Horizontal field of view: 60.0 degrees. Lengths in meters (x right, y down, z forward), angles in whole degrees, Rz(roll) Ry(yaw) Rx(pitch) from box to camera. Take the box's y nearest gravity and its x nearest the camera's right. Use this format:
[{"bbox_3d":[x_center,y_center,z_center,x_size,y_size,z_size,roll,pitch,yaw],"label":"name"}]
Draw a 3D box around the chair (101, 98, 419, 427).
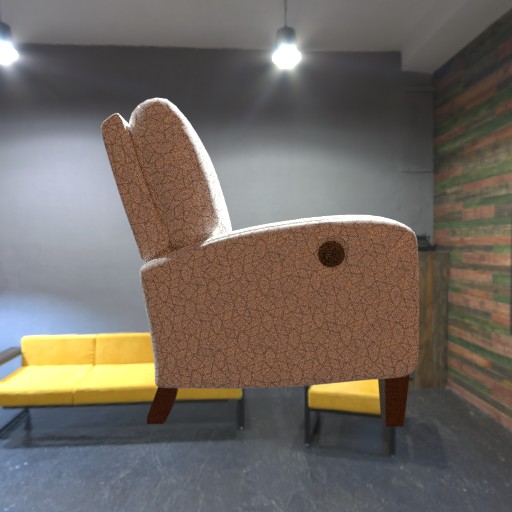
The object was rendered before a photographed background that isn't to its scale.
[{"bbox_3d":[0.000,0.000,1.732,0.995,1.064,0.796,0,1,-1],"label":"chair"}]
